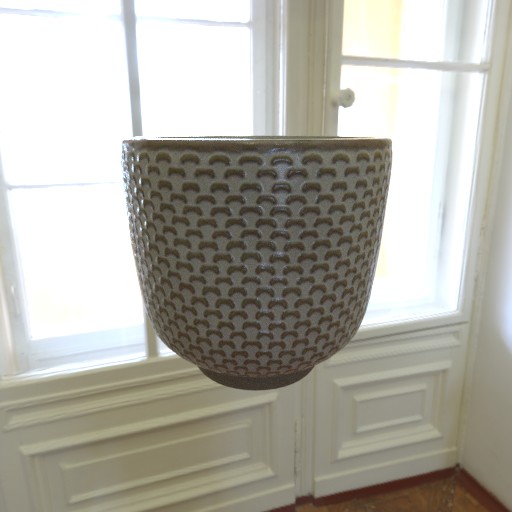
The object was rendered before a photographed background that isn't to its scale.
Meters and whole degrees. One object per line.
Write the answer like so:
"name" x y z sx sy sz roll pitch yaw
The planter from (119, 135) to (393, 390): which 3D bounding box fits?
"planter" 0.000 0.000 0.250 0.139 0.130 0.139 0 16 0
